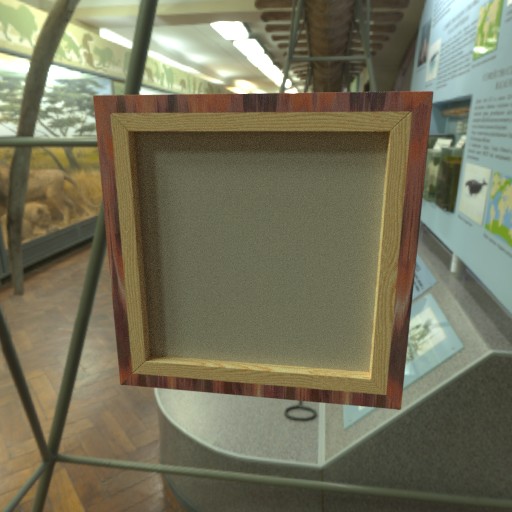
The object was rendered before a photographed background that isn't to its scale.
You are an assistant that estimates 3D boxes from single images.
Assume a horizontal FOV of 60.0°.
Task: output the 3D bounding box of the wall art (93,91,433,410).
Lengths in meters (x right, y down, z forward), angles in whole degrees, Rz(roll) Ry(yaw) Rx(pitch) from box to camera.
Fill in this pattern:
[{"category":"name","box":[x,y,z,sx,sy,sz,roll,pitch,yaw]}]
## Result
[{"category":"wall art","box":[0.000,0.000,0.592,0.403,0.406,0.038,2,16,8]}]
